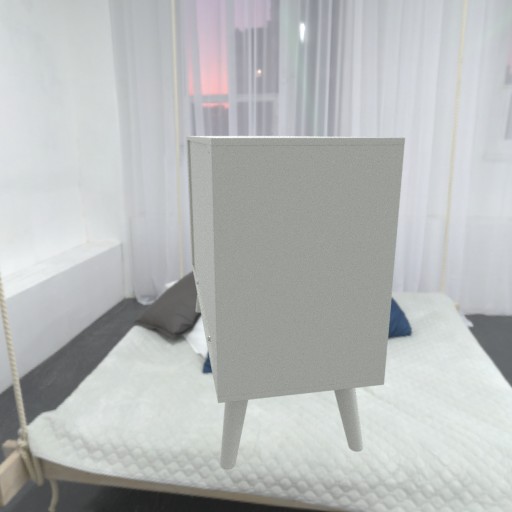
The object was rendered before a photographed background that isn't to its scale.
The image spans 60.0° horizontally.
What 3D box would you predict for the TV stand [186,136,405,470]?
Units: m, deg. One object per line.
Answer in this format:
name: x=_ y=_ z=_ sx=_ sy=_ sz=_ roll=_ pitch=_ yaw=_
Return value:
TV stand: x=0.000 y=0.000 z=1.561 sx=0.406 sy=0.812 sz=1.193 roll=-3 pitch=16 yaw=-11
